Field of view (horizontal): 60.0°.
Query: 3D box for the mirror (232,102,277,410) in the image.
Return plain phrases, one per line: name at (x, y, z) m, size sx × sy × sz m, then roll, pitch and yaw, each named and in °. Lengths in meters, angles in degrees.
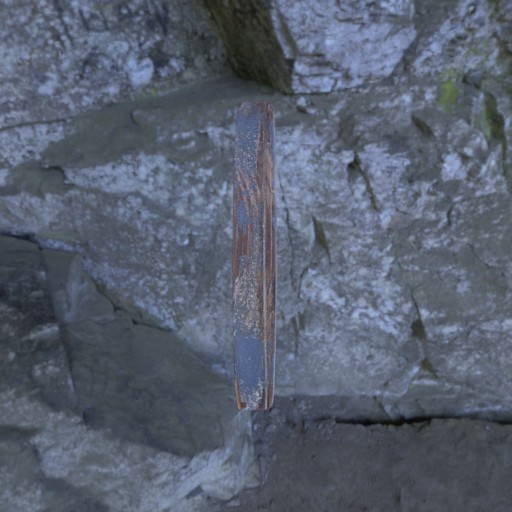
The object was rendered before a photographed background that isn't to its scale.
mirror at (0.000, 0.000, 0.891) m, size 0.061 × 0.585 × 0.585 m, roll 0°, pitch 32°, yaw 0°
